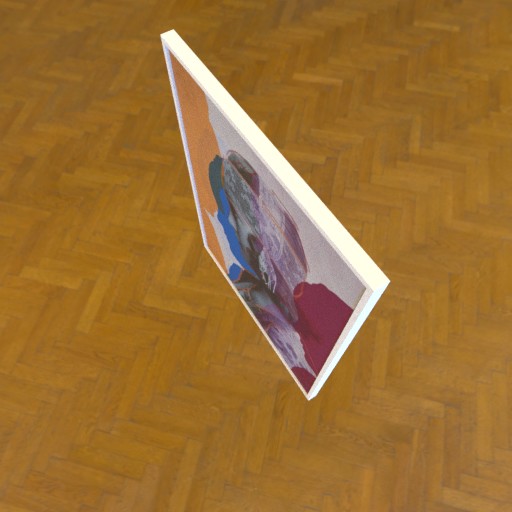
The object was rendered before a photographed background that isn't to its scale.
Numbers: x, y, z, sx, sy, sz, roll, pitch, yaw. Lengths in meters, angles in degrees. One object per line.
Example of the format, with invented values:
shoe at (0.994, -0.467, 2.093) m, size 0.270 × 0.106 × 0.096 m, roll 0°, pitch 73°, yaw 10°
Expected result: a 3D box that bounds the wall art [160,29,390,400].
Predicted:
wall art at (0.000, 0.000, 1.377) m, size 0.039 × 1.050 × 0.795 m, roll -30°, pitch 66°, yaw -15°
